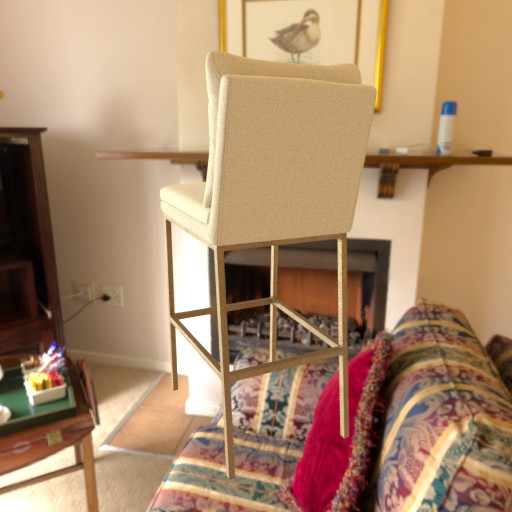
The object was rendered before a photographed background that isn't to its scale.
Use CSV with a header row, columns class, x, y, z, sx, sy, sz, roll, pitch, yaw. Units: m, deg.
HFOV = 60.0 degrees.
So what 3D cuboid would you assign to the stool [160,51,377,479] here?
class,x,y,z,sx,sy,sz,roll,pitch,yaw
stool,0.000,0.000,1.423,0.463,1.125,0.572,-7,16,-26
